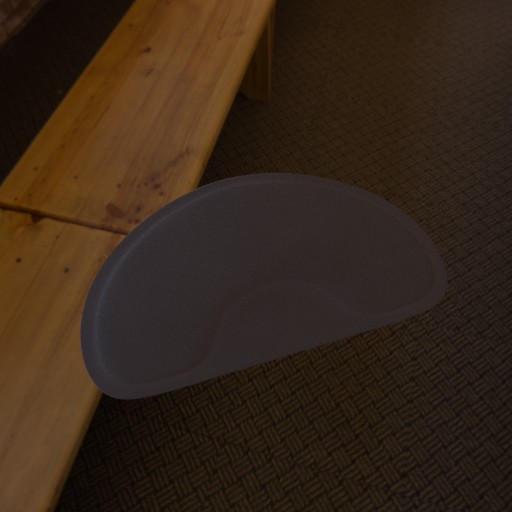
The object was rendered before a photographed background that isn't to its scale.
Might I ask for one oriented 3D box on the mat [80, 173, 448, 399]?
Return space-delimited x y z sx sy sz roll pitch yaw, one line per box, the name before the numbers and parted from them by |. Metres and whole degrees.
mat | 0.000 0.000 1.909 1.524 0.013 0.913 -15 60 -9
